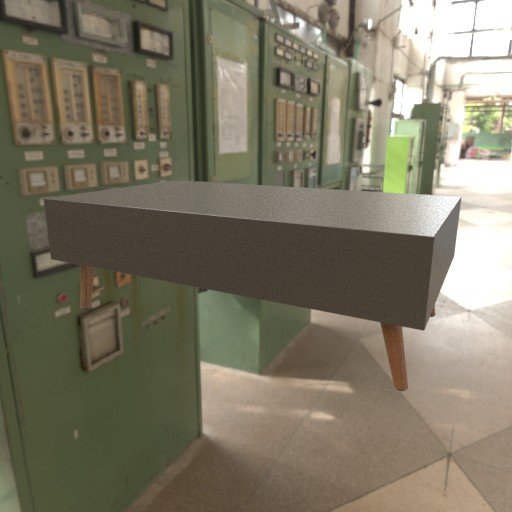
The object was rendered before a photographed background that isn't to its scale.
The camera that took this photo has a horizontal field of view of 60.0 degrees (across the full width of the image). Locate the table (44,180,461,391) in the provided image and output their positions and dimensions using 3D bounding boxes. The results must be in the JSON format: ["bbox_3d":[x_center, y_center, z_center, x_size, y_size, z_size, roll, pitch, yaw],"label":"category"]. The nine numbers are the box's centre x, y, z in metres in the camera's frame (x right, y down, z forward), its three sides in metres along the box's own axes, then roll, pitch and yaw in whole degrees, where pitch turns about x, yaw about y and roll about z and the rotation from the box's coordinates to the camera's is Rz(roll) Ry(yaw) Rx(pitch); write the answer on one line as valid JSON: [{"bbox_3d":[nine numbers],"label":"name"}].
[{"bbox_3d":[0.000,0.000,1.526,1.201,0.404,0.703,8,17,27],"label":"table"}]
